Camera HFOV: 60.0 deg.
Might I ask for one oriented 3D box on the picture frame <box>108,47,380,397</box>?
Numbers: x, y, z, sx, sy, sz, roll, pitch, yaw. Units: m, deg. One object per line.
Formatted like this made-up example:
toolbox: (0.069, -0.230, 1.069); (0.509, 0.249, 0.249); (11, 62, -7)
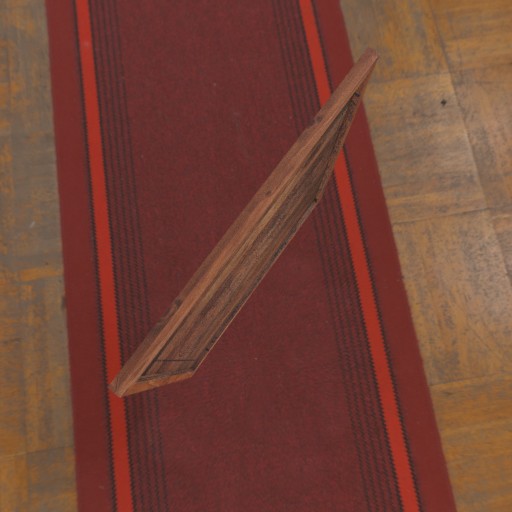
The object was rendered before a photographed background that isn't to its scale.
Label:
picture frame: (0.000, 0.000, 1.208); (0.029, 0.817, 0.810); (35, 79, 8)
